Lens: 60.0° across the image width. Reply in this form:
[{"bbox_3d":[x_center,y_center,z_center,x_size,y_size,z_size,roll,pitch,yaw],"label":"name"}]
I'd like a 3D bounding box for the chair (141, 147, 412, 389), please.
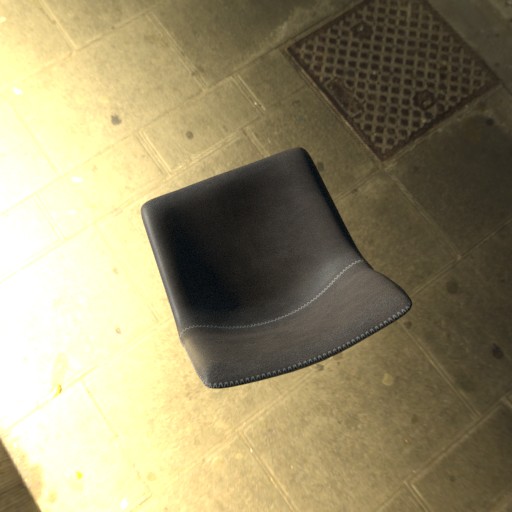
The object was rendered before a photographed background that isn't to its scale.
[{"bbox_3d":[0.000,0.000,1.088,0.460,0.780,0.550,-21,77,-5],"label":"chair"}]
